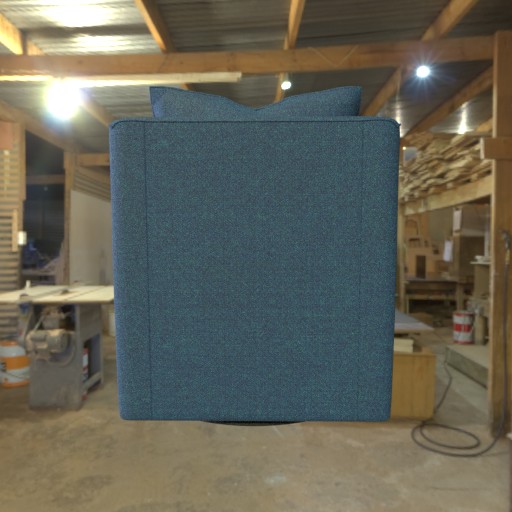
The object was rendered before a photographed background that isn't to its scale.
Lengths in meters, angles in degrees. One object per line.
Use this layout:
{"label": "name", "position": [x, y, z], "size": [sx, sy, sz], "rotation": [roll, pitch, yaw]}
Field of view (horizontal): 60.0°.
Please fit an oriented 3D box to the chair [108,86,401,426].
{"label": "chair", "position": [0.000, 0.000, 1.538], "size": [0.750, 0.939, 0.870], "rotation": [0, 1, 1]}
